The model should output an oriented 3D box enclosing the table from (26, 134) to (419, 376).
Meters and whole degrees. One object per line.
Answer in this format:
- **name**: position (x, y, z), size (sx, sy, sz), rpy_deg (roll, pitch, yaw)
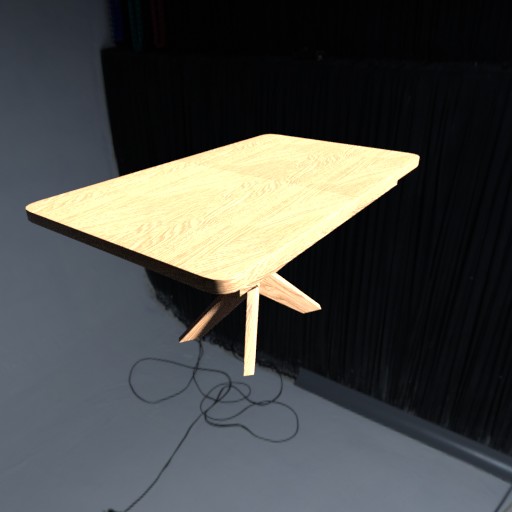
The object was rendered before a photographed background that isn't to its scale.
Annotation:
- **table**: position (0.000, 0.000, 2.091), size (0.950, 0.770, 1.600), rpy_deg (18, 32, 31)
